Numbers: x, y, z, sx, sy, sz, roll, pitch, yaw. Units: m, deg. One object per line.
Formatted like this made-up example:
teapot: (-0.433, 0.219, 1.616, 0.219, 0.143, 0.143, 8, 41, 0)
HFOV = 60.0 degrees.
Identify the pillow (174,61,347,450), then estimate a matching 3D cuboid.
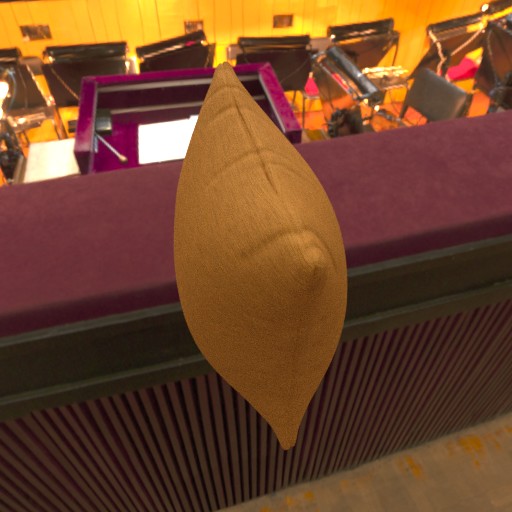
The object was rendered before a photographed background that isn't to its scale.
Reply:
pillow: (0.000, 0.000, 0.669, 0.247, 0.417, 0.435, -10, 47, -10)
